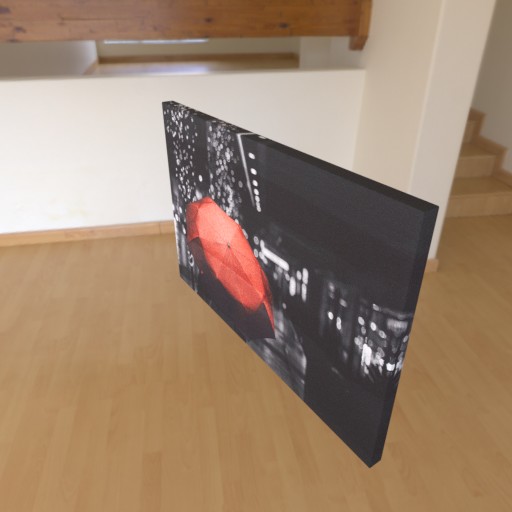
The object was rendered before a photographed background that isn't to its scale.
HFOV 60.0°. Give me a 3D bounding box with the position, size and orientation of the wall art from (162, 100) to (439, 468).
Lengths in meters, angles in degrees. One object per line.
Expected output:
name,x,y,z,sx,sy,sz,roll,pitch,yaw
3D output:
wall art,0.000,0.000,1.132,0.038,0.609,0.914,-19,36,-29
